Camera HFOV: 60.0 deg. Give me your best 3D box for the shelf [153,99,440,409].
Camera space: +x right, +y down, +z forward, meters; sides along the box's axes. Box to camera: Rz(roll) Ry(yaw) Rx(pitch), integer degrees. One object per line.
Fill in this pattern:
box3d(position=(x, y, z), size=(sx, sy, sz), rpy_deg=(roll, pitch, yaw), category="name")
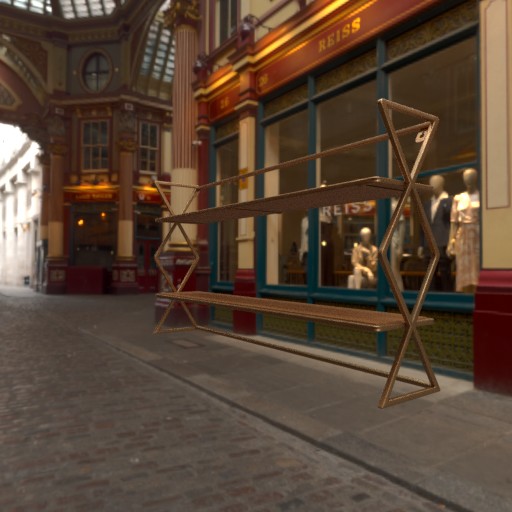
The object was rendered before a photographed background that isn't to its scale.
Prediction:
box3d(position=(0.000, 0.000, 1.016), size=(0.150, 0.450, 0.822), rpy_deg=(1, -1, -36), category="shelf")
